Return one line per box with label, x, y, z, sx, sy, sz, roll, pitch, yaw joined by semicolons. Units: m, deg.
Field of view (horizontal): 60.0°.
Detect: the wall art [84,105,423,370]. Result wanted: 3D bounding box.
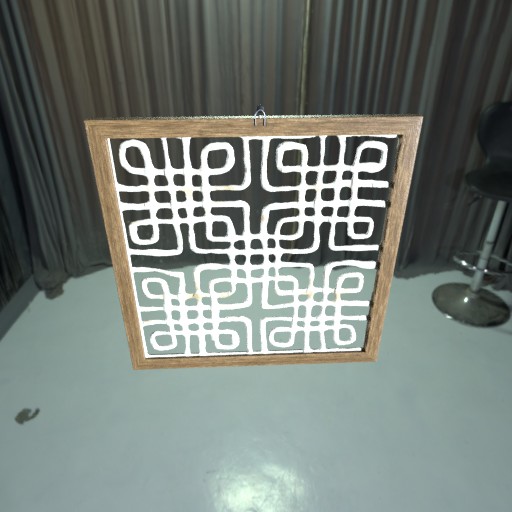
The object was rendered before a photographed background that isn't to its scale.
wall art;0.000;0.000;0.877;0.561;0.582;0.021;-1;31;-2
